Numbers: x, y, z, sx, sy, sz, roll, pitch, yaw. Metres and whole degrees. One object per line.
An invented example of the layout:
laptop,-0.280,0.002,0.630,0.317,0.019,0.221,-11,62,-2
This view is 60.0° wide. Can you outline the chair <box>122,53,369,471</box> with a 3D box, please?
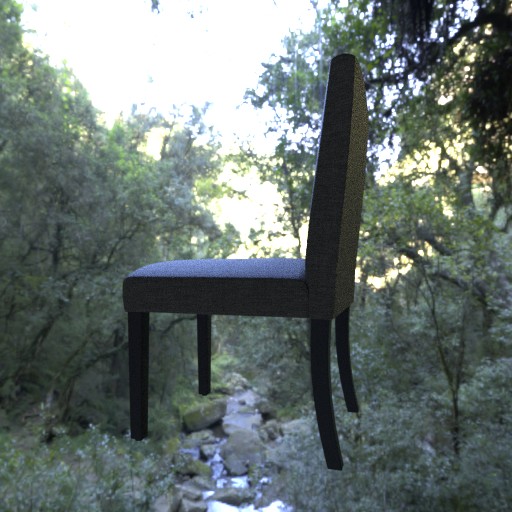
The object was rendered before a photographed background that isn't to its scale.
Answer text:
chair,0.000,0.000,1.216,0.580,0.917,0.451,0,-1,18
